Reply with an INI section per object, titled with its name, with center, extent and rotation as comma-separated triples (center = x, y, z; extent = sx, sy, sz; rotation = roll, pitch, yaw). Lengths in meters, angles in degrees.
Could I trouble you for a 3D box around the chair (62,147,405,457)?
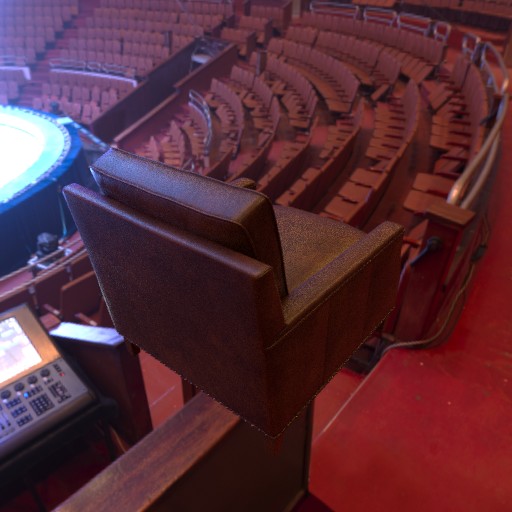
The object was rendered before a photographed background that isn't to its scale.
[chair]
center = 0.000, 0.000, 1.743
extent = 0.853, 0.929, 1.014
rotation = 23, 38, 33
